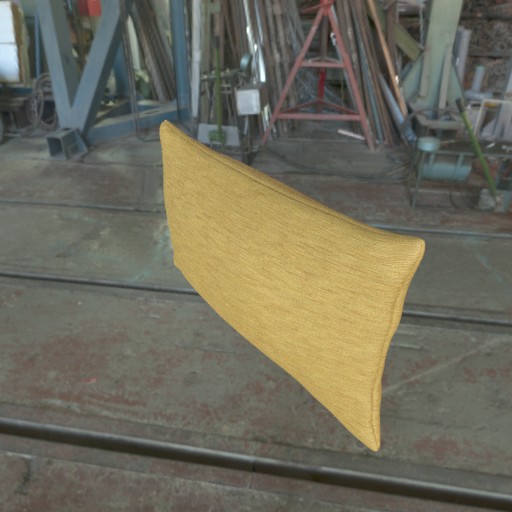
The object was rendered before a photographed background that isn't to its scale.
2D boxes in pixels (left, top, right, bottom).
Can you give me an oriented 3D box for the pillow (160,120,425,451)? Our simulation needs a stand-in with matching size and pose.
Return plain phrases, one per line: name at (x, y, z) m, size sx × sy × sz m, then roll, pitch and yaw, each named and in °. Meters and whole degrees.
pillow at (0.000, 0.000, 0.781) m, size 0.210 × 0.354 × 0.634 m, roll -21°, pitch 37°, yaw -30°
